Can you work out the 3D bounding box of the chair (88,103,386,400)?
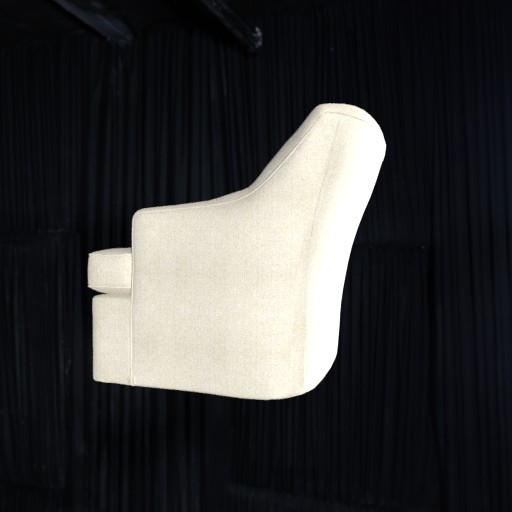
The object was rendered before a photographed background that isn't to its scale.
[{"bbox_3d":[0.000,0.000,1.638,0.923,0.856,0.864,0,-1,17],"label":"chair"}]
